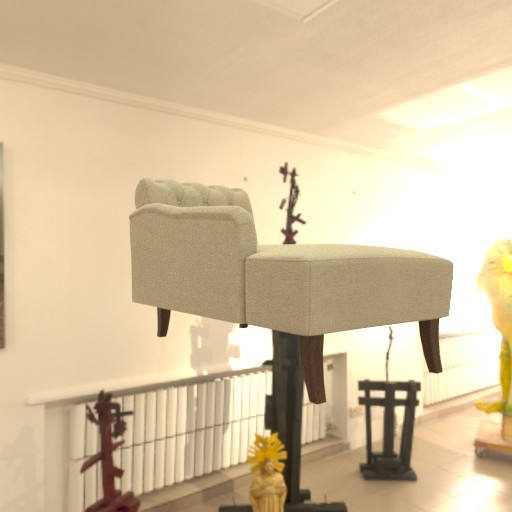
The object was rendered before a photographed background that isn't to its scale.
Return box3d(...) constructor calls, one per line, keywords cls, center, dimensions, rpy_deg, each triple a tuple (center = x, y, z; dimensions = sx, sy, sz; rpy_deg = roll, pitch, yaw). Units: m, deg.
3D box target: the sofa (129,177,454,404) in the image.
box3d(cls="sofa", center=(0.000, 0.000, 1.852), dimensions=(0.675, 0.787, 1.379), rpy_deg=(1, -1, -36))
